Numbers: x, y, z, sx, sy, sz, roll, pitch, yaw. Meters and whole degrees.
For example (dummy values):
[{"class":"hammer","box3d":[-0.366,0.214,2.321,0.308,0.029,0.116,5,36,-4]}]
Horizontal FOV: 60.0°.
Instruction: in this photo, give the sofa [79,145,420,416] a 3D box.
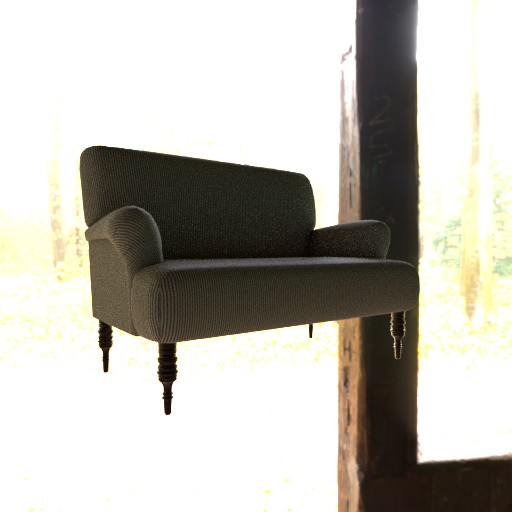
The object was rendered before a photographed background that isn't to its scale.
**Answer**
[{"class":"sofa","box3d":[0.000,0.000,1.823,1.297,0.889,0.779,-1,1,-37]}]
